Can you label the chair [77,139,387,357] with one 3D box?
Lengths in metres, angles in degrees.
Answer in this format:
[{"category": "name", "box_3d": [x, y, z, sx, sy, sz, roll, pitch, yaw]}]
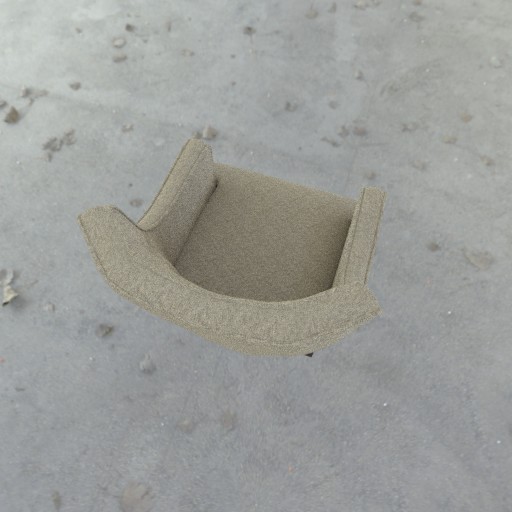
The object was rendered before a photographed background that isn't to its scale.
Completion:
[{"category": "chair", "box_3d": [0.000, 0.000, 1.668, 0.820, 0.920, 0.910, 17, 62, 9]}]
